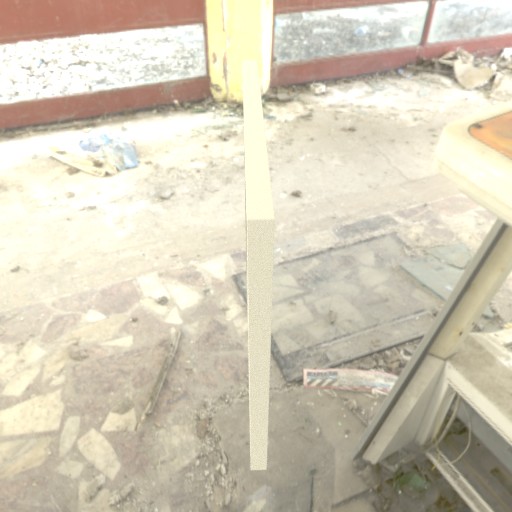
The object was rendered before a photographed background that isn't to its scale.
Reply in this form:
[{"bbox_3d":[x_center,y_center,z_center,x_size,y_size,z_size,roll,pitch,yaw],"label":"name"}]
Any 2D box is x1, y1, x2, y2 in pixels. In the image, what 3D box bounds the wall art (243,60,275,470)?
[{"bbox_3d":[0.000,0.000,1.159,0.050,0.762,0.761,-1,40,-1],"label":"wall art"}]
